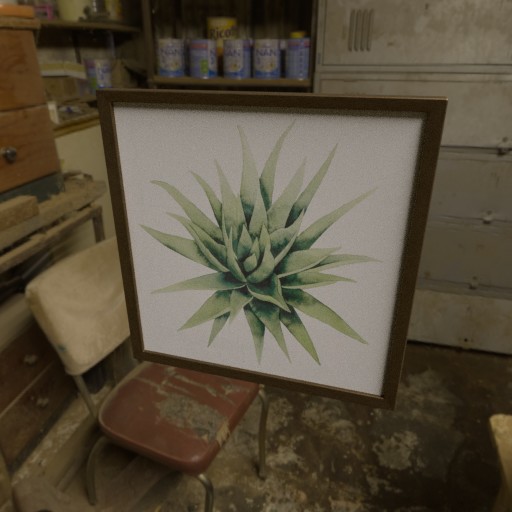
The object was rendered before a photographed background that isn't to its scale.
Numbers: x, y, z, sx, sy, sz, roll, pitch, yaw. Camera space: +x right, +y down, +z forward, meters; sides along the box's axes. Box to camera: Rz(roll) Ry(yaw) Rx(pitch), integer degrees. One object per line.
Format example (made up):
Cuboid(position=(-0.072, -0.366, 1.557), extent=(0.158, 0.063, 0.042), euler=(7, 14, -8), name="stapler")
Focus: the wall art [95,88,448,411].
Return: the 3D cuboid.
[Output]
Cuboid(position=(0.000, 0.000, 0.730), extent=(0.503, 0.506, 0.030), euler=(7, 26, 15), name="wall art")
